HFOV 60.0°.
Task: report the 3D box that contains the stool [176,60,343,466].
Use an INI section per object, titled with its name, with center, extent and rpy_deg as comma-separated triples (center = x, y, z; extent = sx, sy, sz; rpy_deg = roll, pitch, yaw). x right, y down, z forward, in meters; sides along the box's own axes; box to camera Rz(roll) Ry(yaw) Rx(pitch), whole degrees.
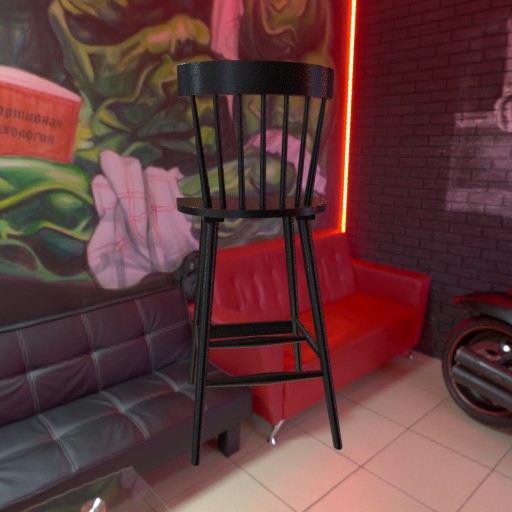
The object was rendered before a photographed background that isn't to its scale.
[stool]
center = 0.000, 0.000, 1.390
extent = 0.482, 1.092, 0.483
rpy_deg = -2, 14, -9
